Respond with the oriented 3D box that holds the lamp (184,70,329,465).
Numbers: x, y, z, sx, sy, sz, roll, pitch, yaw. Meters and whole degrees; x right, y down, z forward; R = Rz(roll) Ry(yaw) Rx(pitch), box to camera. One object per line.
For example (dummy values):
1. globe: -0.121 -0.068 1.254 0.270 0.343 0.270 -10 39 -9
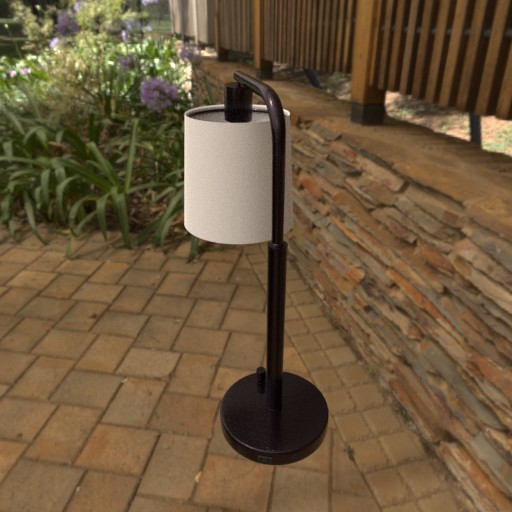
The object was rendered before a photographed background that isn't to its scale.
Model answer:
1. lamp: 0.000 0.000 0.644 0.171 0.489 0.333 -9 28 -17
